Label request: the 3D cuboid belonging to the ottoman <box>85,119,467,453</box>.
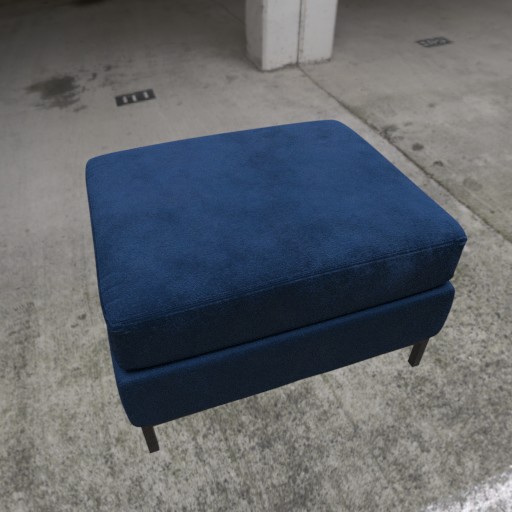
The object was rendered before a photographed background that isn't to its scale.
[{"bbox_3d":[0.000,0.000,1.174,0.794,0.485,0.655,-13,43,-15],"label":"ottoman"}]
